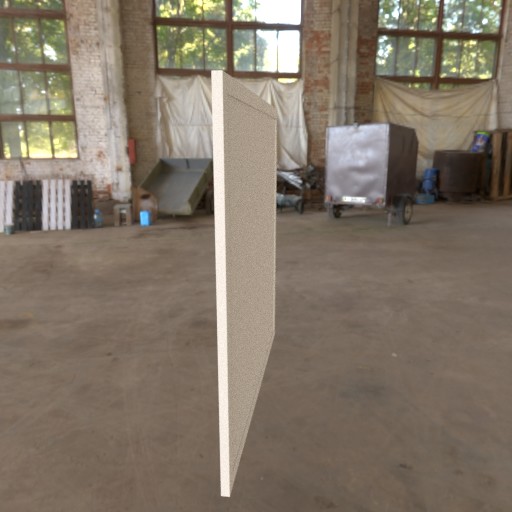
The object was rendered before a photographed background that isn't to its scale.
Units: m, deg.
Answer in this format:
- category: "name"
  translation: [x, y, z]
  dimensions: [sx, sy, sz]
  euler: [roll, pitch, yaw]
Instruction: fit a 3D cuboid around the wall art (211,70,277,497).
- category: "wall art"
  translation: [0.000, 0.000, 0.973]
  dimensions: [0.015, 0.660, 0.660]
  euler: [2, 14, 9]
